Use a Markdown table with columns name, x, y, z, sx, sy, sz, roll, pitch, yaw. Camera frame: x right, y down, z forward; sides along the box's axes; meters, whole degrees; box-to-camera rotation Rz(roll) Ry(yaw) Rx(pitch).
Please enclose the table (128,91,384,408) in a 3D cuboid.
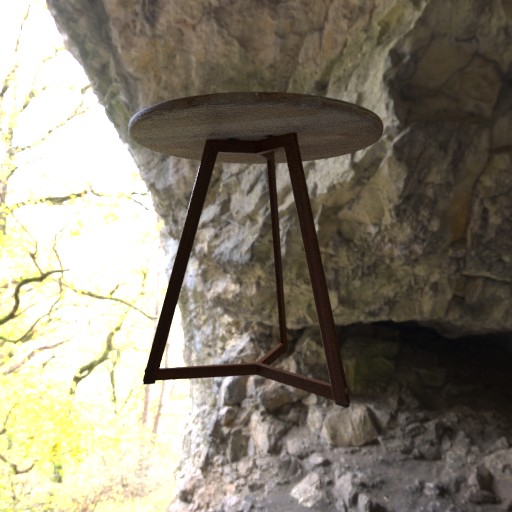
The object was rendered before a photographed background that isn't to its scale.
| name | x | y | z | sx | sy | sz | roll | pitch | yaw |
| --- | --- | --- | --- | --- | --- | --- | --- | --- | --- |
| table | 0.000 | 0.000 | 0.910 | 0.500 | 0.500 | 0.500 | 0 | 1 | 0 |
